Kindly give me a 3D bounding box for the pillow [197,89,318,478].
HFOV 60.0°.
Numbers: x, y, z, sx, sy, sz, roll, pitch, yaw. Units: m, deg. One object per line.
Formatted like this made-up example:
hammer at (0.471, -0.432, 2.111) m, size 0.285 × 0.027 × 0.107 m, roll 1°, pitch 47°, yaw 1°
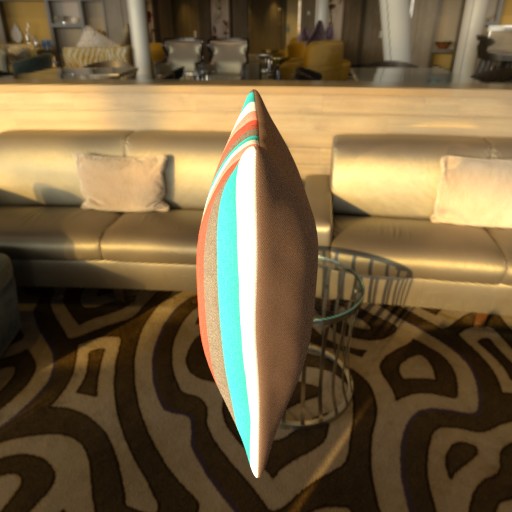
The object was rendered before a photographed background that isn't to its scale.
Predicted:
pillow at (0.000, 0.000, 0.691) m, size 0.168 × 0.443 × 0.453 m, roll 0°, pitch 27°, yaw 0°
